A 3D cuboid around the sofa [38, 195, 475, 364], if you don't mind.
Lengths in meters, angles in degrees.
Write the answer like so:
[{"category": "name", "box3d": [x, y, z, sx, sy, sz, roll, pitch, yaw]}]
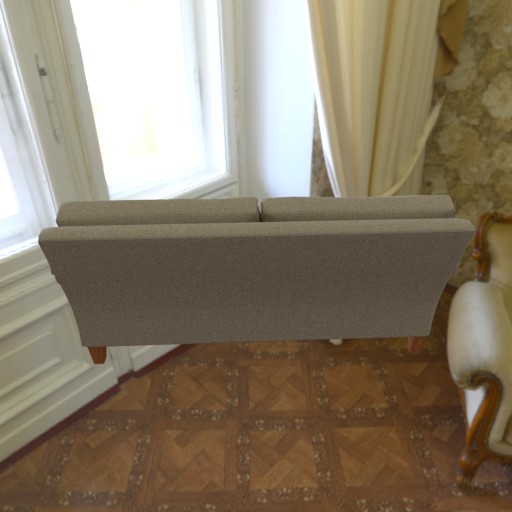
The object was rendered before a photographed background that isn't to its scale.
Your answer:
[{"category": "sofa", "box3d": [0.000, 0.000, 2.788, 2.160, 1.054, 1.087, -1, 31, -2]}]
